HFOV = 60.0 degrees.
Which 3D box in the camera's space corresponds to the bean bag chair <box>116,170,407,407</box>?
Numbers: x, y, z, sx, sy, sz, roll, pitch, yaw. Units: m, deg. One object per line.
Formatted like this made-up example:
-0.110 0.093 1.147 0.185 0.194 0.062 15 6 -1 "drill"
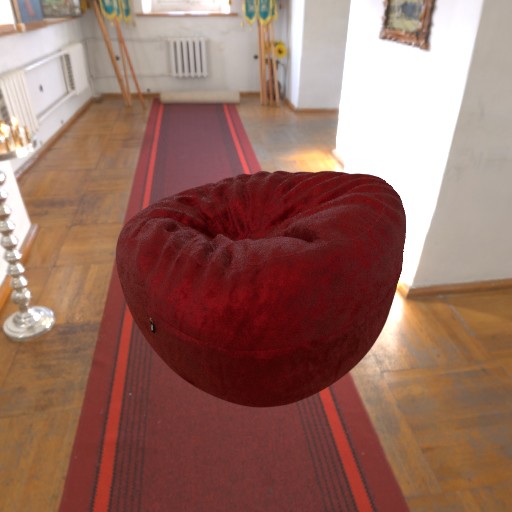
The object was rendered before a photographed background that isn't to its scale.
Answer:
0.000 0.000 2.443 1.524 0.878 1.524 22 39 30 "bean bag chair"
